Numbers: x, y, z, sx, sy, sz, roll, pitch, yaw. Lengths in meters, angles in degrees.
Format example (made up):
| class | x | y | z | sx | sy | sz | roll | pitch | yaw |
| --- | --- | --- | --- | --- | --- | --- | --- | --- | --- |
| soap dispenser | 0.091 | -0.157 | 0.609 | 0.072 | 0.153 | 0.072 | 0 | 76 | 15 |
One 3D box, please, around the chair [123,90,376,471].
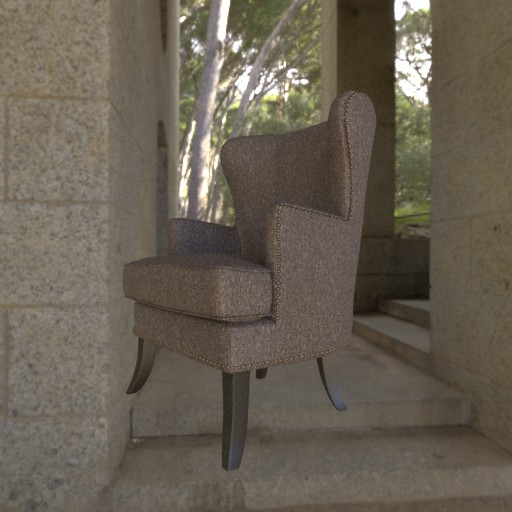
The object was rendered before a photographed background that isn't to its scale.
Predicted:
| class | x | y | z | sx | sy | sz | roll | pitch | yaw |
| --- | --- | --- | --- | --- | --- | --- | --- | --- | --- |
| chair | 0.000 | 0.000 | 1.600 | 0.758 | 1.060 | 0.759 | 0 | 0 | -35 |
